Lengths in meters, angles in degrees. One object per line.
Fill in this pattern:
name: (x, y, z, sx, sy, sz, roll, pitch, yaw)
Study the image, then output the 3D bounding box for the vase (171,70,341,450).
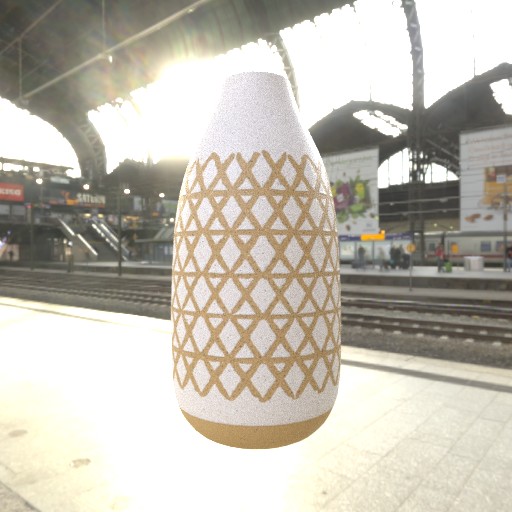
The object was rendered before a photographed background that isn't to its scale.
vase: (0.000, 0.000, 0.491, 0.186, 0.380, 0.186, 0, 1, 0)
